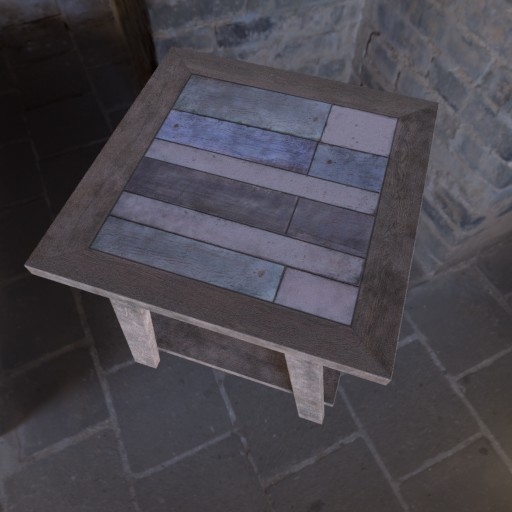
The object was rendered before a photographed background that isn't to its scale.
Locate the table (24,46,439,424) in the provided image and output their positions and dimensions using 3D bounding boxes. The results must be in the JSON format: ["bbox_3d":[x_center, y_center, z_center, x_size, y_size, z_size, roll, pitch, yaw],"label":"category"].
[{"bbox_3d":[0.000,0.000,1.095,0.610,0.610,0.610,16,61,9],"label":"table"}]
